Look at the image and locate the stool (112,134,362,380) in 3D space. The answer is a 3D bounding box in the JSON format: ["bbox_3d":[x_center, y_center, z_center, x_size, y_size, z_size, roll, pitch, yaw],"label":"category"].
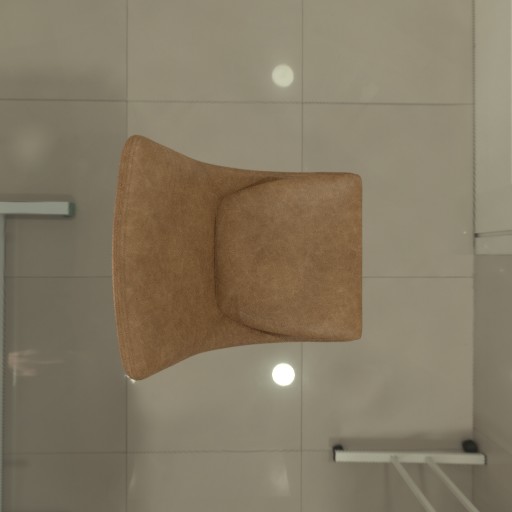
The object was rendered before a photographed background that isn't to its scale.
[{"bbox_3d":[0.000,0.000,1.360,0.572,1.079,0.487,0,90,-1],"label":"stool"}]
